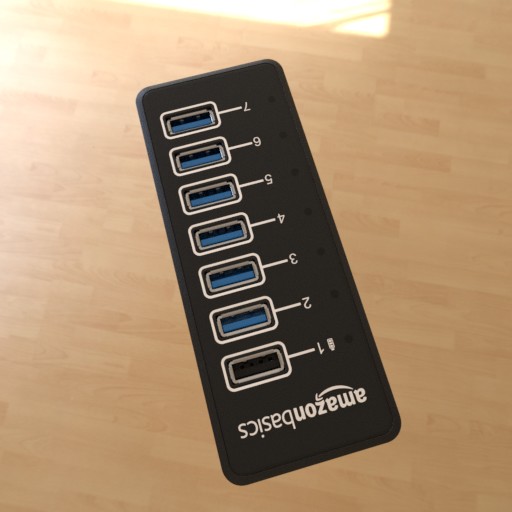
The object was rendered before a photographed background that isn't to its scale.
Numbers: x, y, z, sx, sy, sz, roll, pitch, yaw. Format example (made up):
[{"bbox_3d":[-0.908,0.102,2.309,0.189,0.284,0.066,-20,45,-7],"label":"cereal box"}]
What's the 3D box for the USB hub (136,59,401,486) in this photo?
[{"bbox_3d":[0.000,0.000,0.127,0.044,0.023,0.110,-15,76,-4],"label":"USB hub"}]
